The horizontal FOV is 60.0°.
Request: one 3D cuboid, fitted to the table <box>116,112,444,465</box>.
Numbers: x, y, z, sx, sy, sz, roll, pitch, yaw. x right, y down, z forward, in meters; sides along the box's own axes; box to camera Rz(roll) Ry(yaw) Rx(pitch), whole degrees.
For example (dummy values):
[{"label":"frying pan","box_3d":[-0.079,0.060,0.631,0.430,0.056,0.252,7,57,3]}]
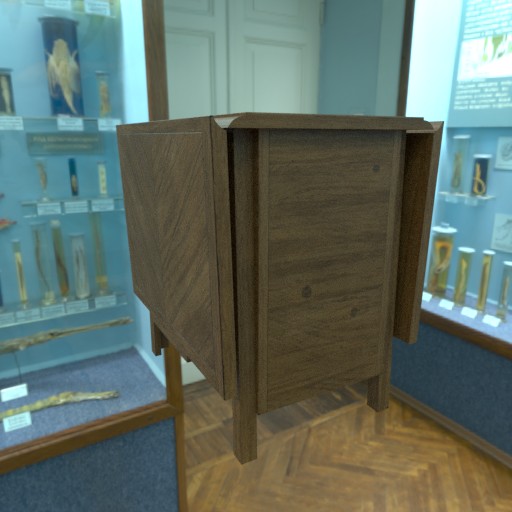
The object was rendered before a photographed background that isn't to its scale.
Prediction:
[{"label":"table","box_3d":[0.000,0.000,1.305,0.591,0.763,0.746,-8,17,-28]}]
